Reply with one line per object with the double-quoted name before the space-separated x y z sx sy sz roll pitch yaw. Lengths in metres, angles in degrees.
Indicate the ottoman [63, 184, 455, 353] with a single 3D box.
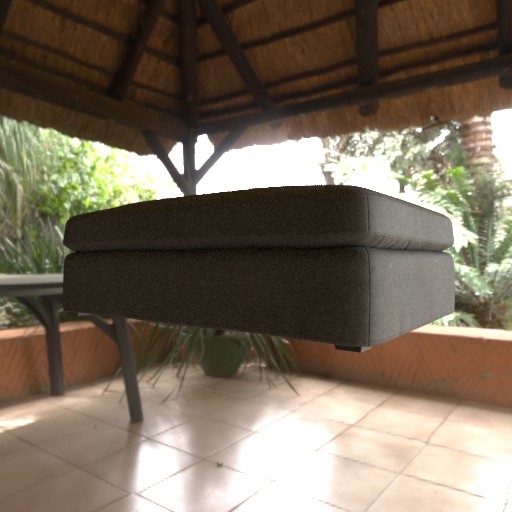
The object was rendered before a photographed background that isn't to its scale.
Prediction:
"ottoman" 0.000 0.000 1.601 1.199 0.429 0.840 0 -1 36
